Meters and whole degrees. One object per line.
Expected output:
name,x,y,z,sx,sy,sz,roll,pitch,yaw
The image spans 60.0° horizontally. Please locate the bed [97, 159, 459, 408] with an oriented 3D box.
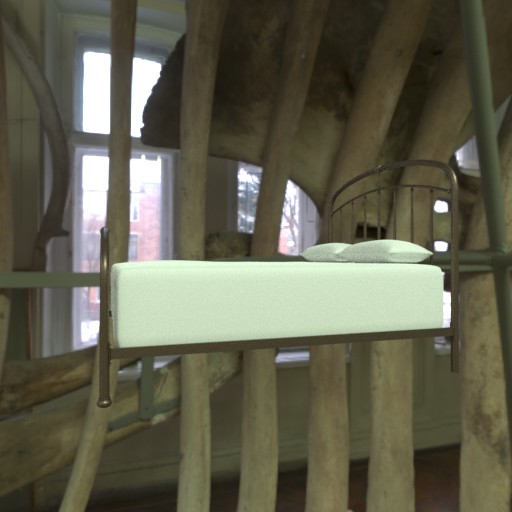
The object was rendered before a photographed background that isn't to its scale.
bed,0.000,0.000,3.257,2.168,1.475,1.711,0,0,-19
